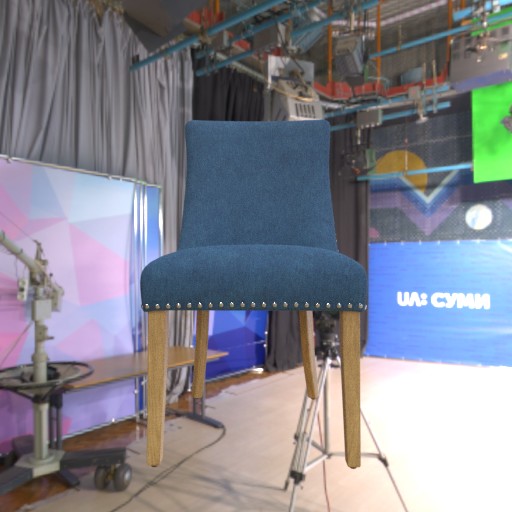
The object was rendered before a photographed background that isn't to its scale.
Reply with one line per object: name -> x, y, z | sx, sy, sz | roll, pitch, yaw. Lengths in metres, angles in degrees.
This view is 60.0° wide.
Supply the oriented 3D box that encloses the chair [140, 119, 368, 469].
chair -> 0.000, 0.000, 1.223 | 0.495, 0.902, 0.610 | 0, 0, 1
